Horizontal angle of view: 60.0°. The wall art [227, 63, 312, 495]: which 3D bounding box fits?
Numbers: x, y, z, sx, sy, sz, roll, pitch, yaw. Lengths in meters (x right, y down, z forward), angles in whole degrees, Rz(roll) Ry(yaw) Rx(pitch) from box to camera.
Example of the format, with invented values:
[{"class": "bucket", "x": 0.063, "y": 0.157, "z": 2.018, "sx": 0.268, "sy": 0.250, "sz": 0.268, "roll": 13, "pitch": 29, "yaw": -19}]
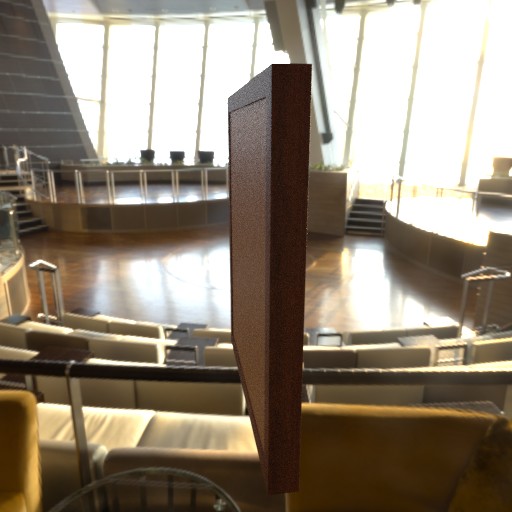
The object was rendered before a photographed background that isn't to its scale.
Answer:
[{"class": "wall art", "x": 0.000, "y": 0.000, "z": 0.530, "sx": 0.030, "sy": 0.381, "sz": 0.330, "roll": -2, "pitch": 16, "yaw": -9}]
